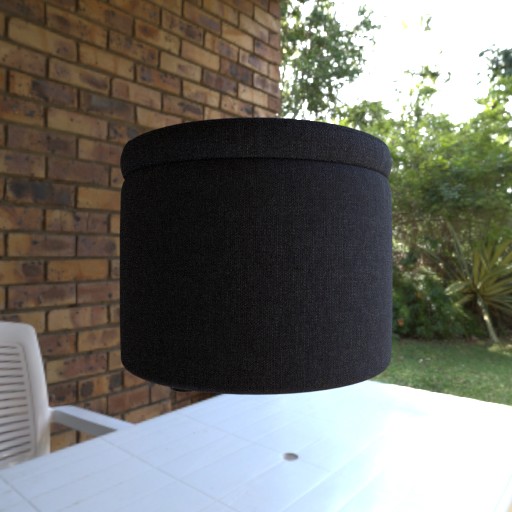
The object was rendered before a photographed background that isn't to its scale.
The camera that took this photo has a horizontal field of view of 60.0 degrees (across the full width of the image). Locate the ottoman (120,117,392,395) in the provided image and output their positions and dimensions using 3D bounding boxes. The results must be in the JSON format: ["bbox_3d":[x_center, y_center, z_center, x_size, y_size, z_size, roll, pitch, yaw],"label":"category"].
[{"bbox_3d":[0.000,0.000,0.884,0.520,0.430,0.520,0,0,0],"label":"ottoman"}]
